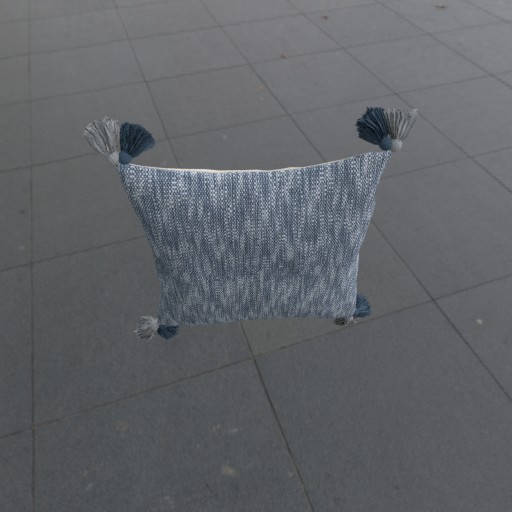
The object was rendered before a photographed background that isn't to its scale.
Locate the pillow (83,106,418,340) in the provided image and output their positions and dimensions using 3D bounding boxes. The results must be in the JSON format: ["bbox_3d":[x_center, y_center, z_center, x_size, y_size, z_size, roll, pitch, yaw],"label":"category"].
[{"bbox_3d":[0.000,0.000,0.928,0.614,0.634,0.138,-3,47,-3],"label":"pillow"}]
